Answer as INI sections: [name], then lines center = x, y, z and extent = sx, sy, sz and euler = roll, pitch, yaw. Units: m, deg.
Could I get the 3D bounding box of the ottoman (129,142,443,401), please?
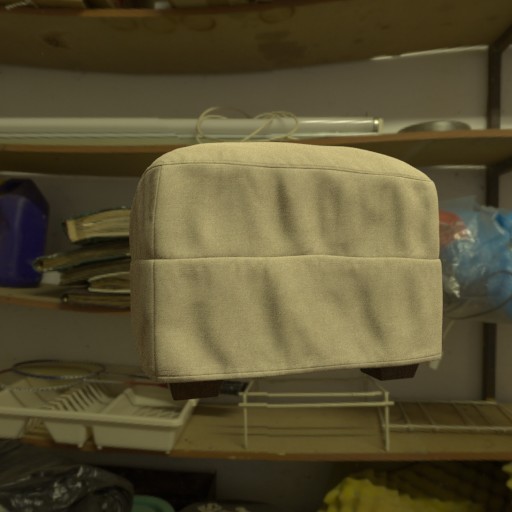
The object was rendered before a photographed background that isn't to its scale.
[ottoman]
center = 0.000, 0.000, 1.077
extent = 0.584, 0.480, 0.712
euler = 0, 0, -17
